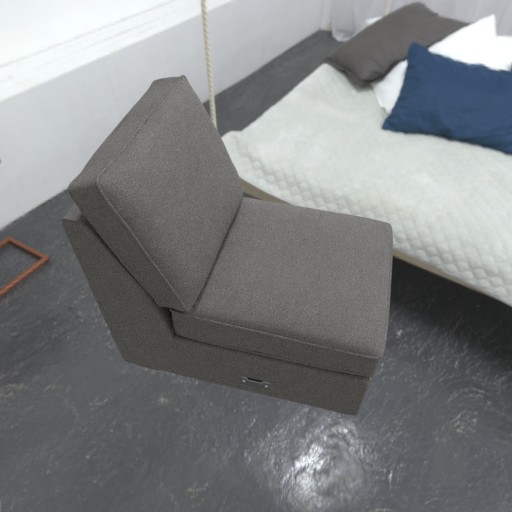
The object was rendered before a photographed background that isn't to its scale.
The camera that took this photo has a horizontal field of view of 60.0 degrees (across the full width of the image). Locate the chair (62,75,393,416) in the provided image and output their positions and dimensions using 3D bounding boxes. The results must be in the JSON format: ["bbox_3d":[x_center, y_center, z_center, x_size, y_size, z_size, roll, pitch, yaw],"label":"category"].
[{"bbox_3d":[0.000,0.000,1.548,0.938,0.970,0.621,11,48,10],"label":"chair"}]
